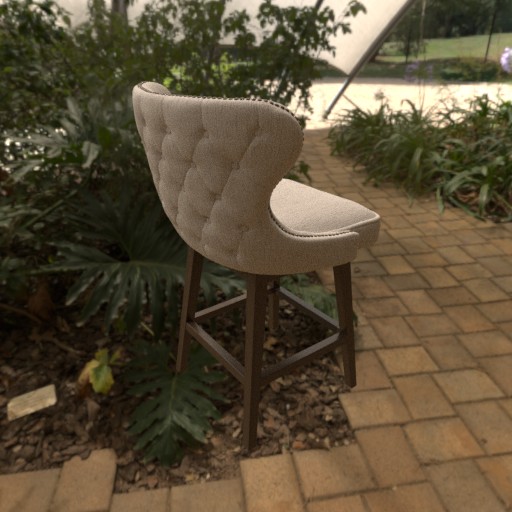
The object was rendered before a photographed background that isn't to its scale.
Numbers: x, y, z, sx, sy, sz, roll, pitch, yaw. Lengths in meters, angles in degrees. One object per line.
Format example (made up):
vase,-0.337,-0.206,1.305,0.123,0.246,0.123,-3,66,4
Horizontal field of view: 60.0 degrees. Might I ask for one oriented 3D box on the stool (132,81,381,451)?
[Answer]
stool,0.000,0.000,1.337,0.597,0.972,0.615,-18,31,-33
